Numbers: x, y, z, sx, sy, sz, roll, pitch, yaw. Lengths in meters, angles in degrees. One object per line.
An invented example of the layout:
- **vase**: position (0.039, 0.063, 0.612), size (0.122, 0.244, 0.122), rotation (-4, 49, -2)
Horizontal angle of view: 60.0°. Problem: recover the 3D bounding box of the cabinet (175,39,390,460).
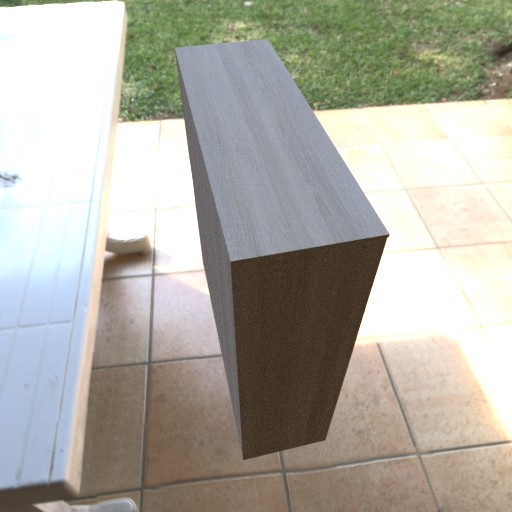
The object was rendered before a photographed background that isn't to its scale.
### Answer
- **cabinet**: position (0.000, 0.000, 2.987), size (0.620, 2.060, 1.870), rotation (-10, 48, -9)
